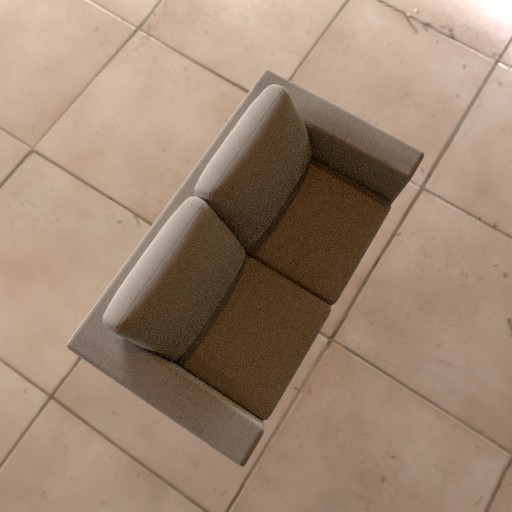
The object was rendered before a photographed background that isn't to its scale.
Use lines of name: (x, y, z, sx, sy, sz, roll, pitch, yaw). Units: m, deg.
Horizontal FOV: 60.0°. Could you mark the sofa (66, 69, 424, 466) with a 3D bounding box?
sofa: (0.000, 0.000, 2.394, 1.009, 0.932, 1.813, 31, 77, 8)
